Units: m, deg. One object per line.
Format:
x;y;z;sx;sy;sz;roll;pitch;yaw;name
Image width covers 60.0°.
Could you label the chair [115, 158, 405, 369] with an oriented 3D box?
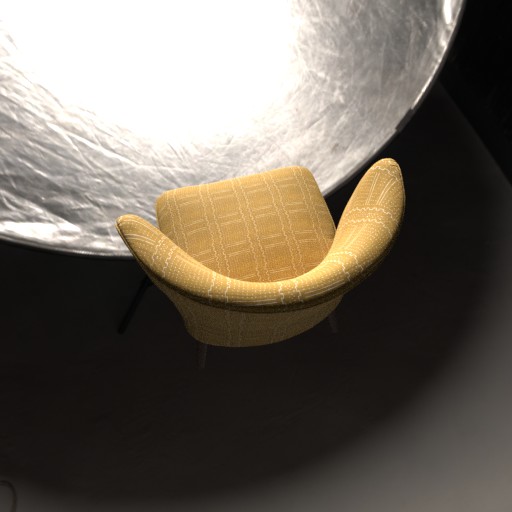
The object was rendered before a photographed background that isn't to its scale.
0.000;0.000;1.435;0.706;0.866;0.758;-13;61;-8;chair
